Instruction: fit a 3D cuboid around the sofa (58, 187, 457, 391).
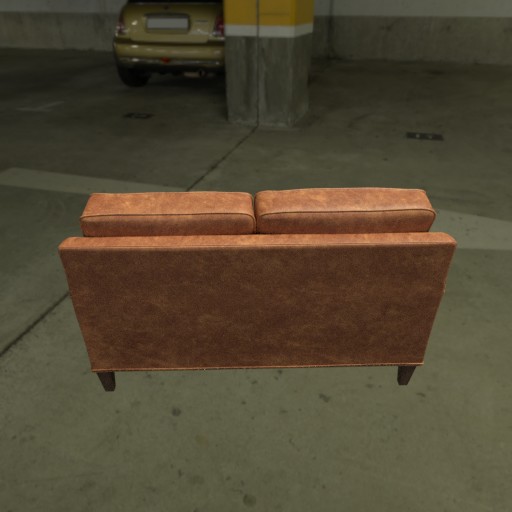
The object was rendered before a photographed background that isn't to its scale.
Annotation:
[{"bbox_3d":[0.000,0.000,2.286,1.597,1.003,1.084,-1,30,-1],"label":"sofa"}]
